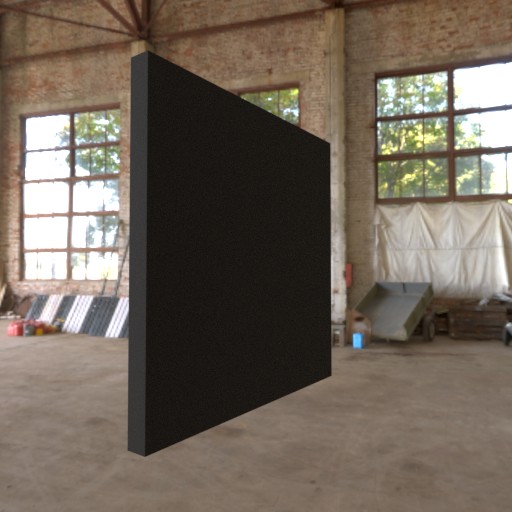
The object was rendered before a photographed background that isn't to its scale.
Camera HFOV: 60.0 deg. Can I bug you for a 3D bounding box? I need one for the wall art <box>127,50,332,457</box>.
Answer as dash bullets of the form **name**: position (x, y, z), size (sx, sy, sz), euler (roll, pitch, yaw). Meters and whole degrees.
- **wall art**: position (0.000, 0.000, 0.695), size (0.030, 0.458, 0.462), euler (-1, -2, 36)
